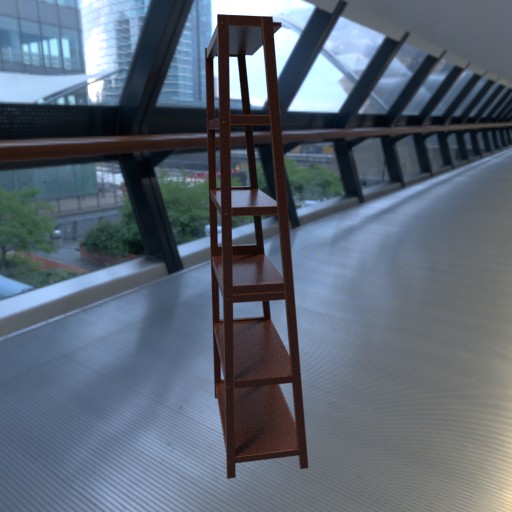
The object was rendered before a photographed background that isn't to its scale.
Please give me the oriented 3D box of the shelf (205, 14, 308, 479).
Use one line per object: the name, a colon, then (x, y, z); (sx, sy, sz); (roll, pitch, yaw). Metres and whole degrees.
shelf: (0.000, 0.000, 2.090); (0.381, 1.892, 0.660); (-3, 16, -10)
